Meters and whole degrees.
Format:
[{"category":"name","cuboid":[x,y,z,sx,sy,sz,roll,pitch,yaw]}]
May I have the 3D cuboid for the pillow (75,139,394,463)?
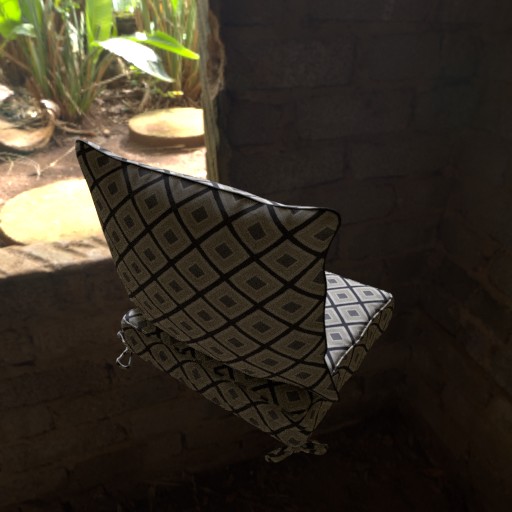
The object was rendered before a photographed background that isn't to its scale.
[{"category":"pillow","cuboid":[0.000,0.000,1.342,0.798,0.722,0.733,20,36,30]}]
